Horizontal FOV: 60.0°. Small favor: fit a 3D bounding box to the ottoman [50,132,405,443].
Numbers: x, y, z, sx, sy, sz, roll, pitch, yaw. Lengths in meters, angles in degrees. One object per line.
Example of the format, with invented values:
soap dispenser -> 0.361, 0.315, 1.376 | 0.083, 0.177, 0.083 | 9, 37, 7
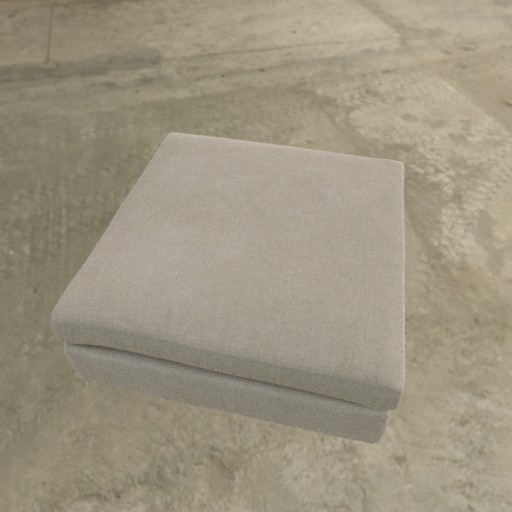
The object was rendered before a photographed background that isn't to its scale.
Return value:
ottoman -> 0.000, 0.000, 1.840 | 1.171, 0.517, 1.203 | 9, 48, 8
